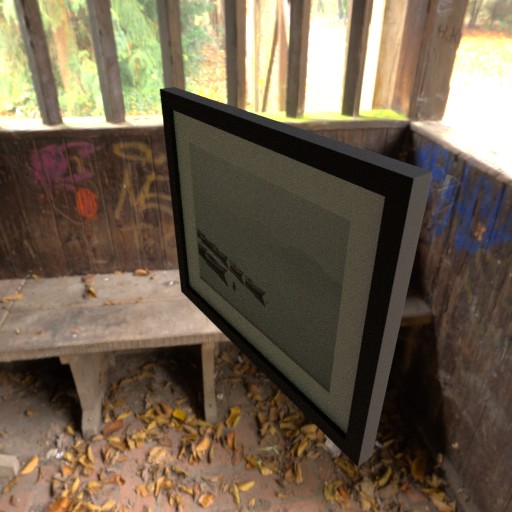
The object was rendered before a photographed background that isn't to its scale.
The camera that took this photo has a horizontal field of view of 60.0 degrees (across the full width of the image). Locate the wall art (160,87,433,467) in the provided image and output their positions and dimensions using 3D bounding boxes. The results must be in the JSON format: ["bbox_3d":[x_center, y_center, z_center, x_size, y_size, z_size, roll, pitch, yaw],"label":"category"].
[{"bbox_3d":[0.000,0.000,0.742,0.030,0.454,0.554,-21,37,-30],"label":"wall art"}]
